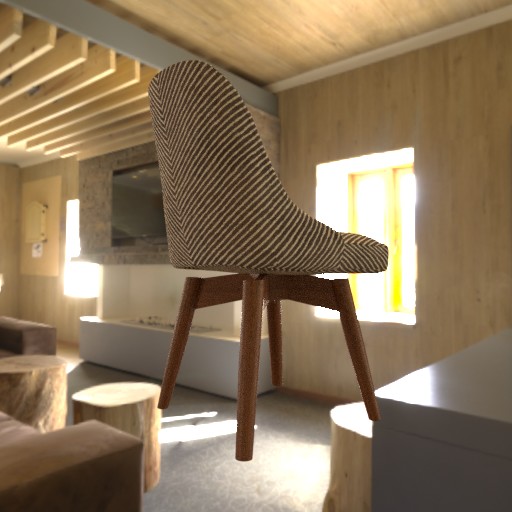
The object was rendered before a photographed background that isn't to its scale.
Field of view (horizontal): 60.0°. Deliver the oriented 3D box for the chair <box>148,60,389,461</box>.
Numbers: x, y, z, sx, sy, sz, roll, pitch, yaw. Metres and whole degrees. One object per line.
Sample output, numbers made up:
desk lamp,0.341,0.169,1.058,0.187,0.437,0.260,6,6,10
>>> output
chair,0.000,0.000,1.237,0.591,0.883,0.504,1,-2,-35
